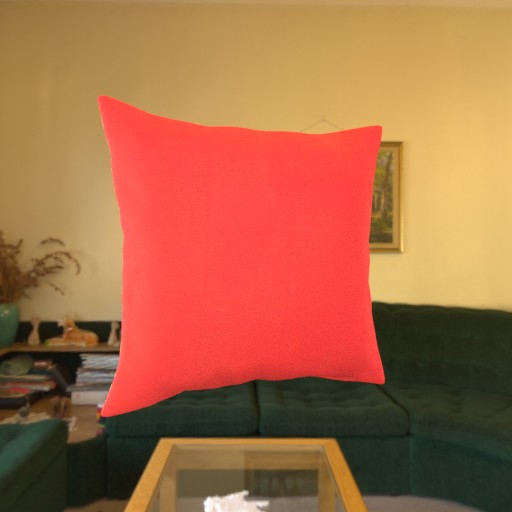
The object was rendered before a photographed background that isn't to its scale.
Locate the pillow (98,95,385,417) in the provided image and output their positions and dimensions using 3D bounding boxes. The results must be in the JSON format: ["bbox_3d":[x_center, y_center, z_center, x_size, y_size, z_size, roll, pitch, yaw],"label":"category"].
[{"bbox_3d":[0.000,0.000,0.778,0.522,0.507,0.192,0,0,-18],"label":"pillow"}]
